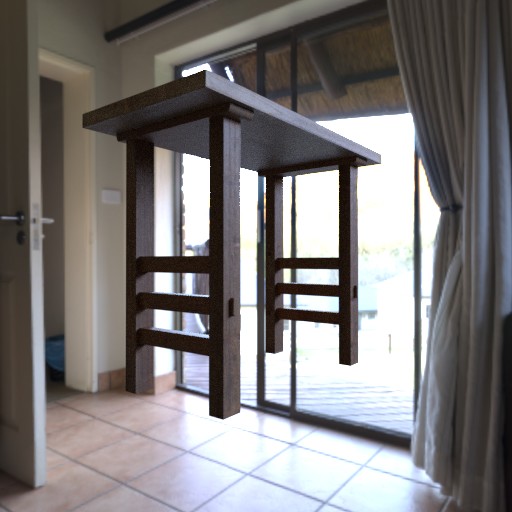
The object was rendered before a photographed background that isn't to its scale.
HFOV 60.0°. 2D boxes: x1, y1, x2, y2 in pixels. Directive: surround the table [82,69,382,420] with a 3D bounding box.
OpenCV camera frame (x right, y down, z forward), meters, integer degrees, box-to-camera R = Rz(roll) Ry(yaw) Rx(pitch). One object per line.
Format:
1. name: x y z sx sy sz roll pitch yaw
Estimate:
1. table: 0.000 0.000 1.702 0.556 0.914 1.119 0 -1 38
